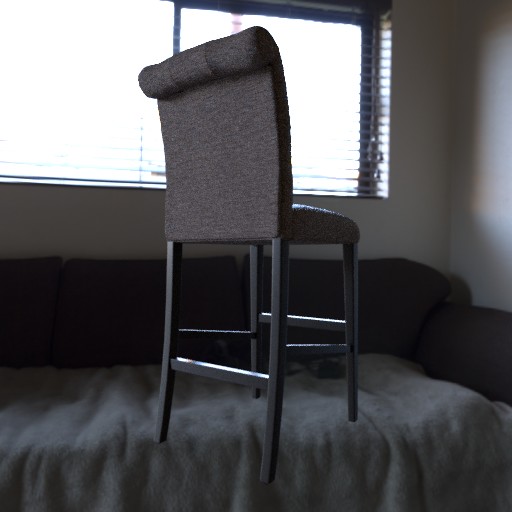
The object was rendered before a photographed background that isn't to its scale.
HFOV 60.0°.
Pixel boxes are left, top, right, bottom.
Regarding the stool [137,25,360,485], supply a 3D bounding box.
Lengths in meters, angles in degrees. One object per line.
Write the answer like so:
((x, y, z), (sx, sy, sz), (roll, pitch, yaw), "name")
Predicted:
((0.000, 0.000, 1.406), (0.452, 1.131, 0.613), (0, 0, 36), "stool")
